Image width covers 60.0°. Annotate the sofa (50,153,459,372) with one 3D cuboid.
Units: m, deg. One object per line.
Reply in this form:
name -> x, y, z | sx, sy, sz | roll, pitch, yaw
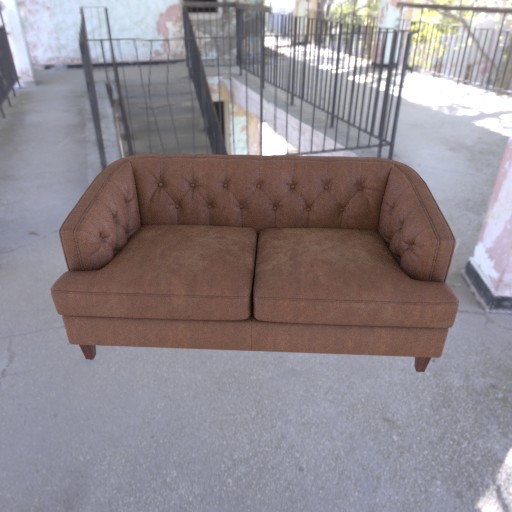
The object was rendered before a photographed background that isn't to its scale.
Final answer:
sofa -> 0.000, 0.000, 2.286 | 1.755, 0.786, 0.914 | 2, 31, 3
